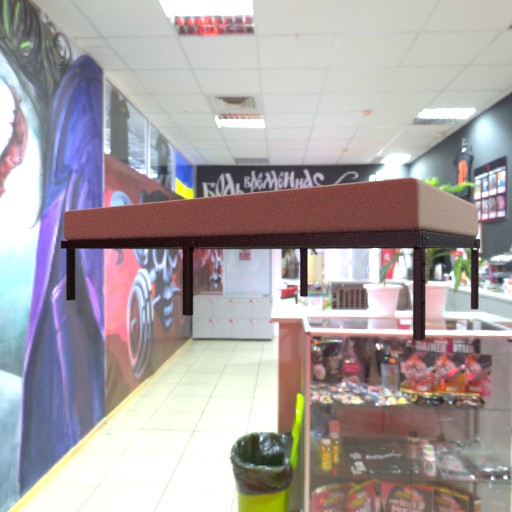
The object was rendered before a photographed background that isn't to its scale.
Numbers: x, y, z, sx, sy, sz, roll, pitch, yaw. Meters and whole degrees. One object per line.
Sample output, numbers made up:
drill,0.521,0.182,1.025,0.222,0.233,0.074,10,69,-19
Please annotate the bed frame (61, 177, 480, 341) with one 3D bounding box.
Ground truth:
bed frame,0.000,0.000,3.115,2.635,0.680,1.393,0,1,36
